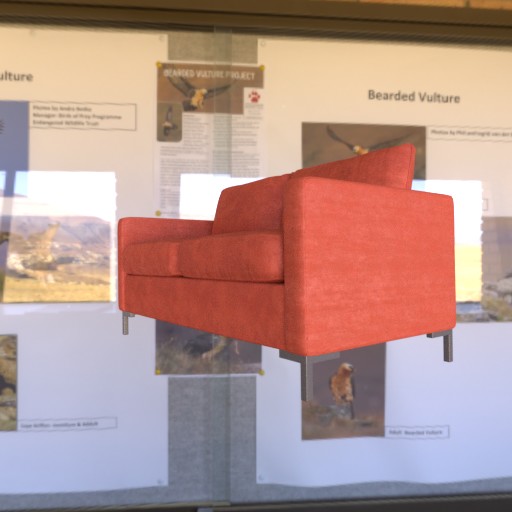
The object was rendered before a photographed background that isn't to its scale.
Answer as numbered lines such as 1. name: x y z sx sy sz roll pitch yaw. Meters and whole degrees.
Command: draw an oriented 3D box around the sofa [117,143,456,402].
1. sofa: 0.000 0.000 2.149 0.864 0.896 1.574 0 0 -37
